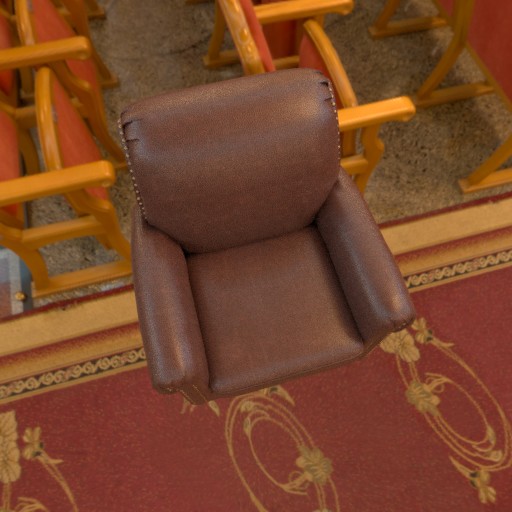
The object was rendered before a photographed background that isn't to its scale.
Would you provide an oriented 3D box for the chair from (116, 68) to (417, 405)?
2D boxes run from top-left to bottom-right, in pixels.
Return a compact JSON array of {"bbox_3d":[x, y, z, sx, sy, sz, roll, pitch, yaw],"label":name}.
[{"bbox_3d":[0.000,0.000,1.606,0.854,0.927,0.890,-14,66,-6],"label":"chair"}]
